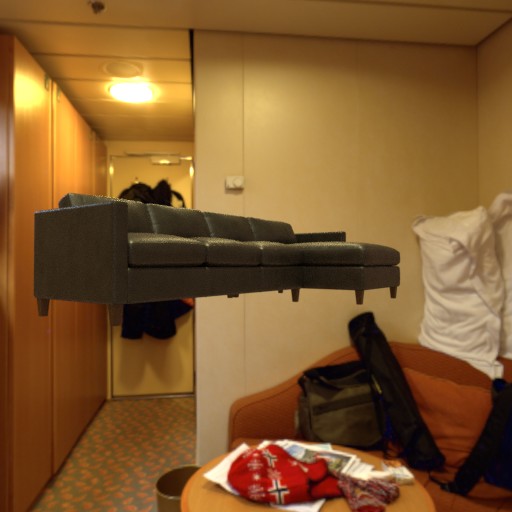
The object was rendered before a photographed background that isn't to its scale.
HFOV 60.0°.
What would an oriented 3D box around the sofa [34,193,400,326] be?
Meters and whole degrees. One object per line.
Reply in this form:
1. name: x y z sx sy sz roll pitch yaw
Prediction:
1. sofa: 0.000 0.000 3.965 1.581 0.883 3.203 -1 -1 36
